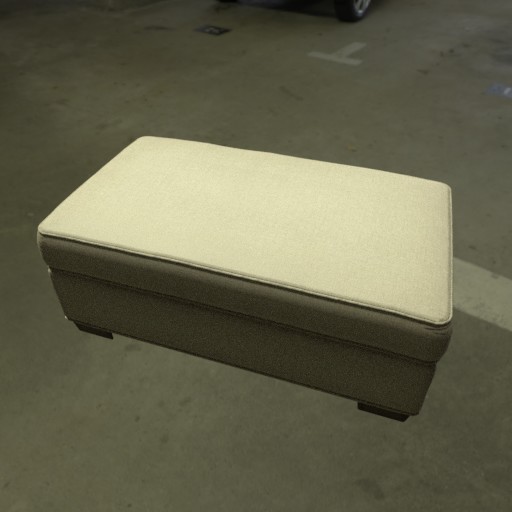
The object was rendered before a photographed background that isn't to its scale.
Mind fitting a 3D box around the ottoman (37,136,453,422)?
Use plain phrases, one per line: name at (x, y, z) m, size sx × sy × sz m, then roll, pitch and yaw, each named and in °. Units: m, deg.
ottoman at (0.000, 0.000, 1.396) m, size 1.097 × 0.461 × 0.617 m, roll 12°, pitch 43°, yaw 14°
